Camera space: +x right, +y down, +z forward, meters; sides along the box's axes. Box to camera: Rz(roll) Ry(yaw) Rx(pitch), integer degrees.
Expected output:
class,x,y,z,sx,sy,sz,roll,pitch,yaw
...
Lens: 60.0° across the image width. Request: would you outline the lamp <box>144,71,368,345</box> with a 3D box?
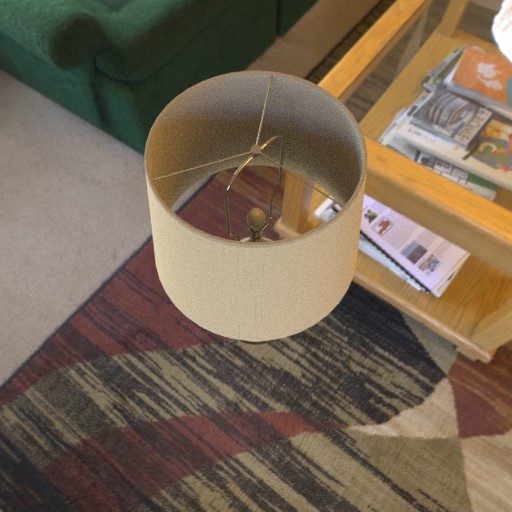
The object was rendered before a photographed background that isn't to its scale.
class,x,y,z,sx,sy,sz,roll,pitch,yaw
lamp,0.000,0.000,0.666,0.285,0.483,0.285,0,63,0
